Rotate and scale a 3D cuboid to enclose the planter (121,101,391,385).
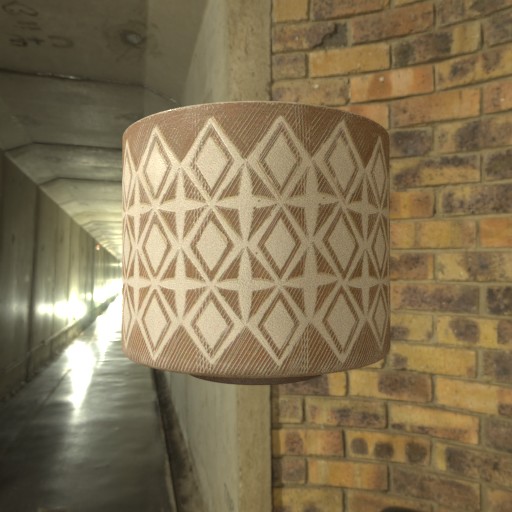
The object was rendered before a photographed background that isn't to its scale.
[{"bbox_3d":[0.000,0.000,0.333,0.193,0.165,0.193,0,-1,0],"label":"planter"}]
